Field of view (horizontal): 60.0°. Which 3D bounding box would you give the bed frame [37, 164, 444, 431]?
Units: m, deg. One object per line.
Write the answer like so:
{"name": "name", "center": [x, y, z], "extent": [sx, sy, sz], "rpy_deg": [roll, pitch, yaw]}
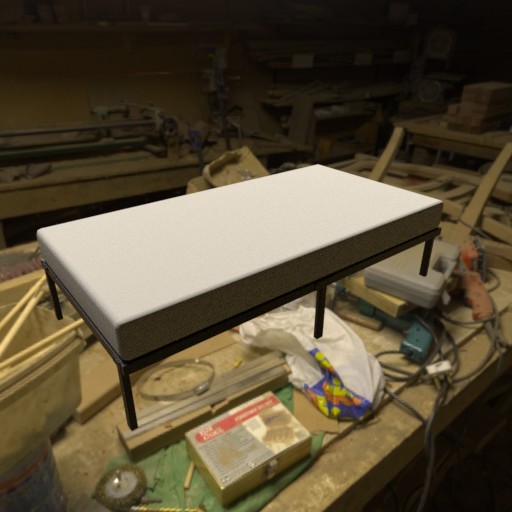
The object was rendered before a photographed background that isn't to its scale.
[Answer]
{"name": "bed frame", "center": [0.000, 0.000, 3.286], "extent": [2.635, 0.680, 1.393], "rpy_deg": [-19, 33, -33]}
